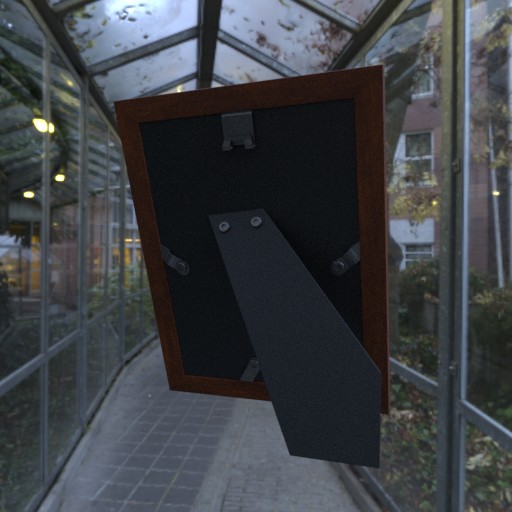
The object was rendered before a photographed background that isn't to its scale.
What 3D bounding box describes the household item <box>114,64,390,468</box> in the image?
[{"bbox_3d":[0.000,0.000,0.283,0.160,0.204,0.096,0,0,19],"label":"household item"}]
